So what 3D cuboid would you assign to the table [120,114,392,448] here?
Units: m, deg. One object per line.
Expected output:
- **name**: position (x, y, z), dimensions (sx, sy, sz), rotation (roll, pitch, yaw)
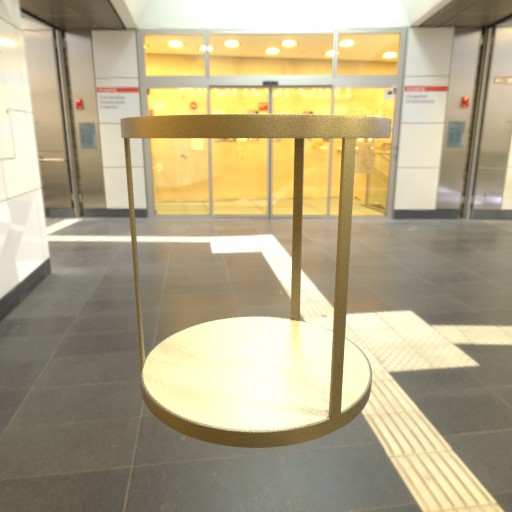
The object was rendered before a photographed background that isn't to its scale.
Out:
- **table**: position (0.000, 0.000, 0.819), dimensions (0.445, 0.479, 0.445), rotation (0, 15, 0)
